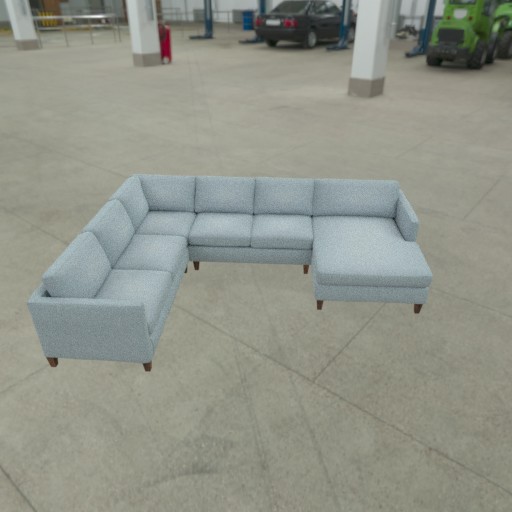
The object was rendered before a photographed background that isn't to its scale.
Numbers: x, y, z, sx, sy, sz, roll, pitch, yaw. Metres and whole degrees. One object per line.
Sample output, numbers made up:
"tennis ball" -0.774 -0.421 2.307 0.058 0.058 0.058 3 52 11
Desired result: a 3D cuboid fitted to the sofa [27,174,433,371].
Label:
"sofa" 0.000 0.000 4.490 3.403 0.889 2.551 2 31 3
